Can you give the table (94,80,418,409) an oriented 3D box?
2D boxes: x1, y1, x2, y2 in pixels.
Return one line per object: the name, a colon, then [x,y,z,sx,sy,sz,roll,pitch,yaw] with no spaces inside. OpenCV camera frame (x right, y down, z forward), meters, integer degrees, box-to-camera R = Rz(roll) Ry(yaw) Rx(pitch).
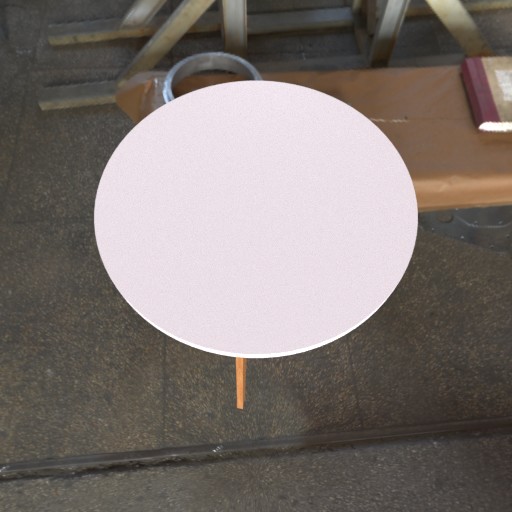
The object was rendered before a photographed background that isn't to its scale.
table: [0.000,0.000,1.582,0.896,0.762,0.896,0,64,0]
